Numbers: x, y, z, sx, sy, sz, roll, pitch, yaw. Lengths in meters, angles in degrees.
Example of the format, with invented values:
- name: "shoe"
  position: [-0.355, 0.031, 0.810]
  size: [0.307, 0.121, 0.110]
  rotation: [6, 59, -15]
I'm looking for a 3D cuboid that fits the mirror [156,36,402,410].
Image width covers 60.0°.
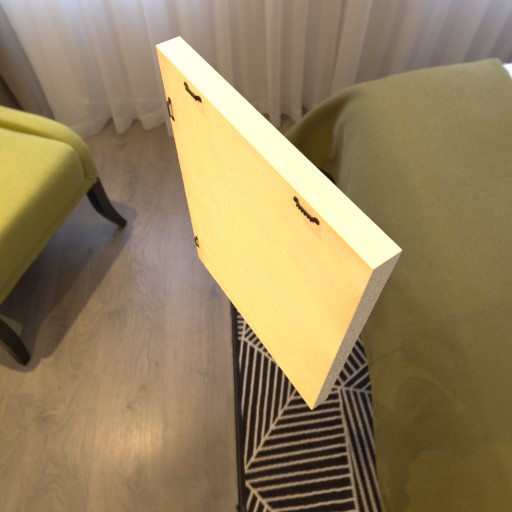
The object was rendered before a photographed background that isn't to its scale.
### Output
- name: "mirror"
  position: [0.000, 0.000, 0.697]
  size: [0.041, 0.509, 0.406]
  rotation: [-30, 62, -18]
